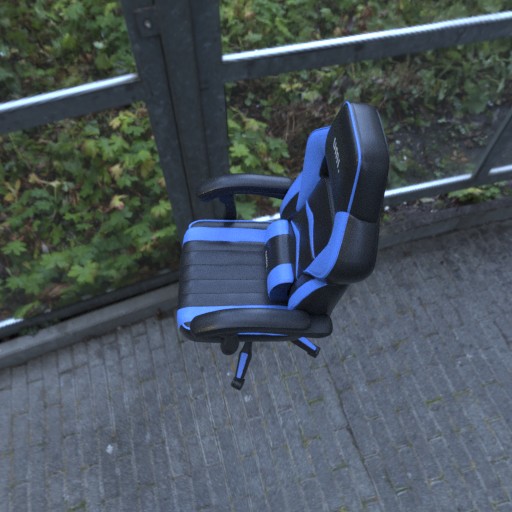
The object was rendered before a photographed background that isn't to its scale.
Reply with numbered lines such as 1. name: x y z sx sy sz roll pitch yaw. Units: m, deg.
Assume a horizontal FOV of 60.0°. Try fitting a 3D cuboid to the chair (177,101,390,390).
1. chair: 0.000 0.000 1.706 0.700 1.280 0.700 -2 59 -1
